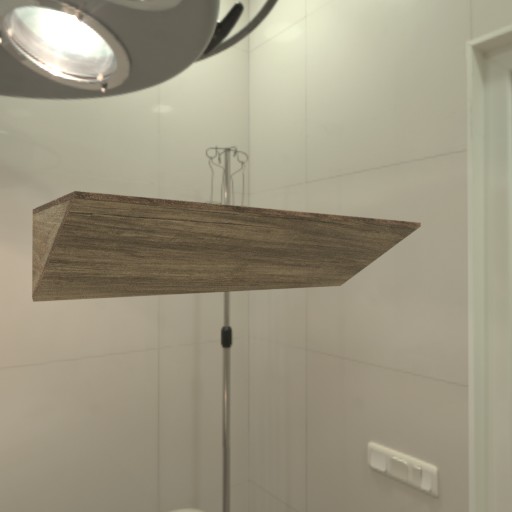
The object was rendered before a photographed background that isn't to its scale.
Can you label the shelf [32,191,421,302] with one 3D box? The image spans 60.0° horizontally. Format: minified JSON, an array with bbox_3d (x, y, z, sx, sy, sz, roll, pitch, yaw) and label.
[{"bbox_3d":[0.000,0.000,0.706,0.610,0.125,0.200,0,-1,-38],"label":"shelf"}]
